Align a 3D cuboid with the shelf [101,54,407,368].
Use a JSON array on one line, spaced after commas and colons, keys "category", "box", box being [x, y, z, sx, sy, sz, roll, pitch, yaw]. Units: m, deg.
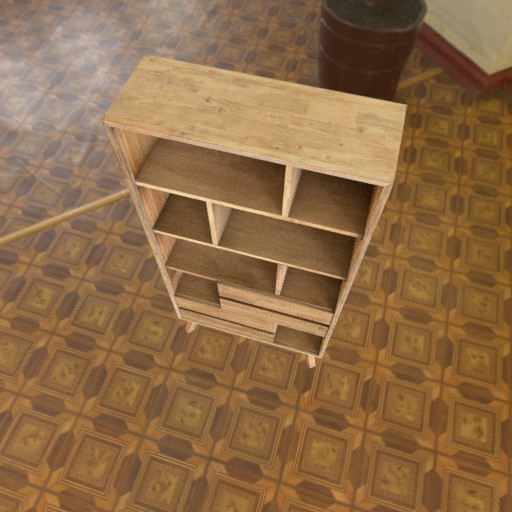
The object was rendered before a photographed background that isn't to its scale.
[{"category": "shelf", "box": [0.000, 0.000, 1.785, 0.748, 1.471, 0.308, 14, 61, 8]}]
